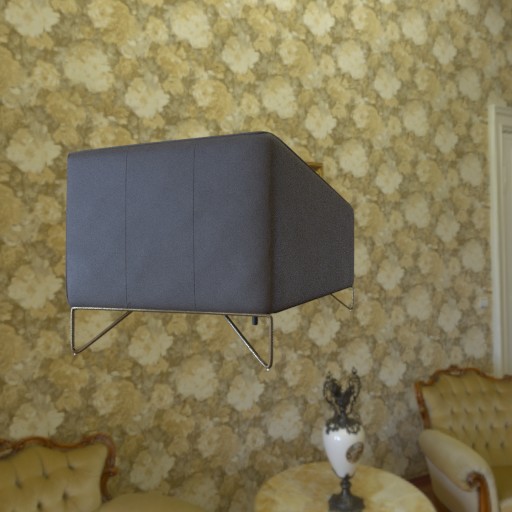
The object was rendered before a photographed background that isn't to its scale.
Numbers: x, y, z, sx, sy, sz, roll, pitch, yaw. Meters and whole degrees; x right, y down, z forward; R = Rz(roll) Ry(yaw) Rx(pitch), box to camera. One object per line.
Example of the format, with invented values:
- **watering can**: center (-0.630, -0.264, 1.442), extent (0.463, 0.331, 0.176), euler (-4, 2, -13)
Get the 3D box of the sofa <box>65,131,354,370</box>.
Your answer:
- **sofa**: center (0.000, 0.000, 2.535), extent (0.867, 0.789, 2.087), euler (0, -1, 20)
